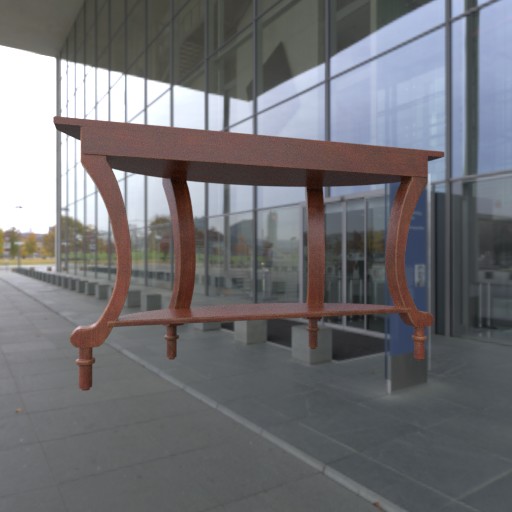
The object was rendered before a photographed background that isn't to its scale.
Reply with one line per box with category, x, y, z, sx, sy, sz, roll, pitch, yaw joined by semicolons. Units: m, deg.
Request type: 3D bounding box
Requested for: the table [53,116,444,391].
table;0.000;0.000;1.481;1.198;0.699;0.394;0;0;-18
